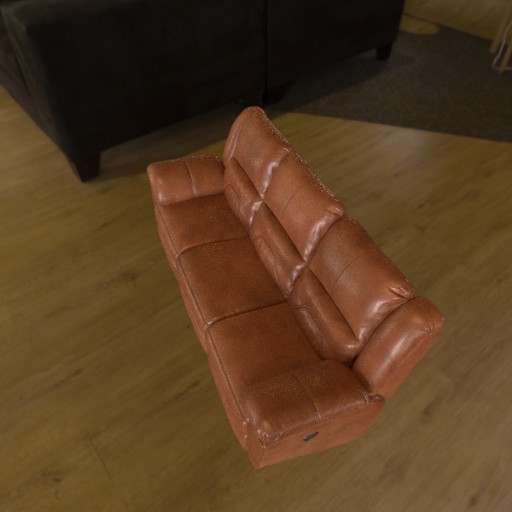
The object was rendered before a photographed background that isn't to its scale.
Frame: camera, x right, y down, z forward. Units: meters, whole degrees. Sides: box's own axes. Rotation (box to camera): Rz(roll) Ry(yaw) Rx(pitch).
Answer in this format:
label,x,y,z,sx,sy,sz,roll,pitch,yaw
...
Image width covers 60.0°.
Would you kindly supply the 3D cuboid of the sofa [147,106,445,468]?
label,x,y,z,sx,sy,sz,roll,pitch,yaw
sofa,0.000,0.000,2.886,0.991,1.043,2.337,-16,48,-16
